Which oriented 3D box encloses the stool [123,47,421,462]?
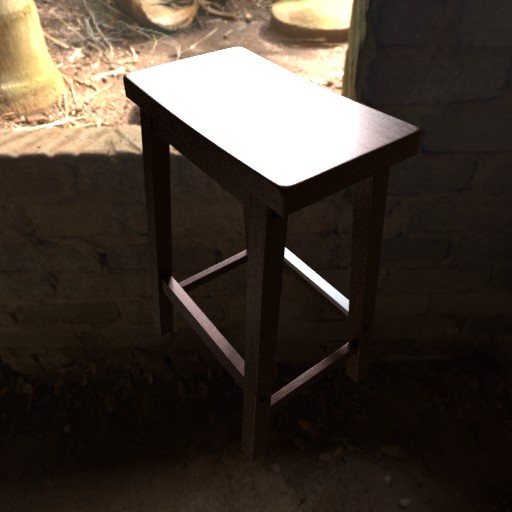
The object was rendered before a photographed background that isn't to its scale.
[{"bbox_3d":[0.000,0.000,0.838,0.322,0.610,0.406,-27,49,-26],"label":"stool"}]
